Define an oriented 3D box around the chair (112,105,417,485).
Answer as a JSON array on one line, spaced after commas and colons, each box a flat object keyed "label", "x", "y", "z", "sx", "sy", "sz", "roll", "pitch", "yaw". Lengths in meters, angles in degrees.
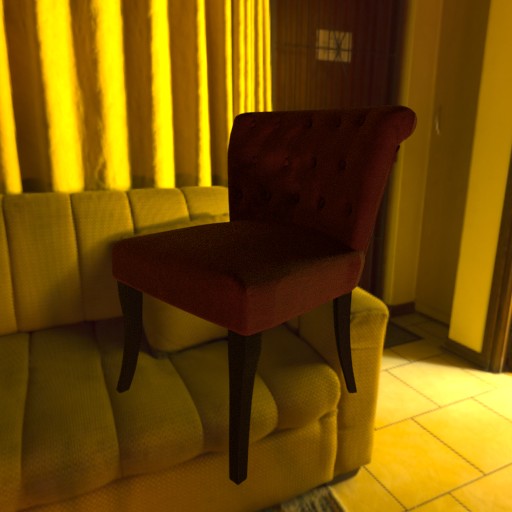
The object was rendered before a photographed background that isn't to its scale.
[{"label": "chair", "x": 0.000, "y": 0.000, "z": 1.162, "sx": 0.582, "sy": 0.750, "sz": 0.605, "roll": 15, "pitch": 21, "yaw": 43}]
